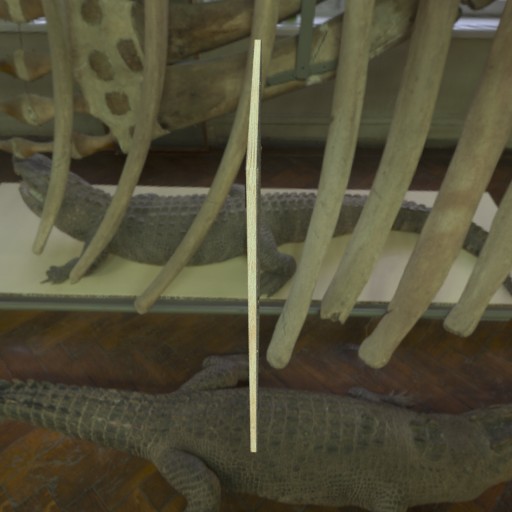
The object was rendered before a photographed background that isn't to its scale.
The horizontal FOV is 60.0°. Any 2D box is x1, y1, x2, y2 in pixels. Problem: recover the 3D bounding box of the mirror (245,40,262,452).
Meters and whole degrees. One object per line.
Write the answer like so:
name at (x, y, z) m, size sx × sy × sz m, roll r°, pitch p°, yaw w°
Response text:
mirror at (0.000, 0.000, 1.306) m, size 0.025 × 0.996 × 0.705 m, roll 1°, pitch 41°, yaw 1°
